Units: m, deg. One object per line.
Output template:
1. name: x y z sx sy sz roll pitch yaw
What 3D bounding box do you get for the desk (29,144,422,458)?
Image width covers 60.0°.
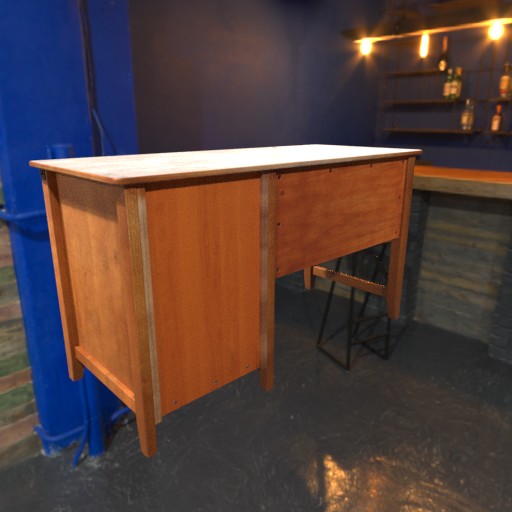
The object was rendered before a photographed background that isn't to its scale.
1. desk: 0.000 0.000 1.690 1.353 0.756 0.574 -15 23 -41
